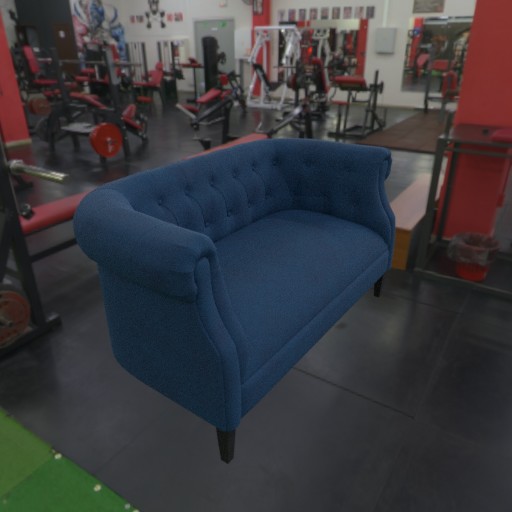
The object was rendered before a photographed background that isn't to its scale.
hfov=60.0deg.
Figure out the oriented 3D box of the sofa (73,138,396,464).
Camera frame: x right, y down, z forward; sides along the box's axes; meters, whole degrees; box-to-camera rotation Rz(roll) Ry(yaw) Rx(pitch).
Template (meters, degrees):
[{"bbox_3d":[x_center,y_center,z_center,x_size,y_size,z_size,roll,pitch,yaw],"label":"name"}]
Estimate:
[{"bbox_3d":[0.000,0.000,2.037,0.835,0.827,1.558,18,31,32],"label":"sofa"}]
